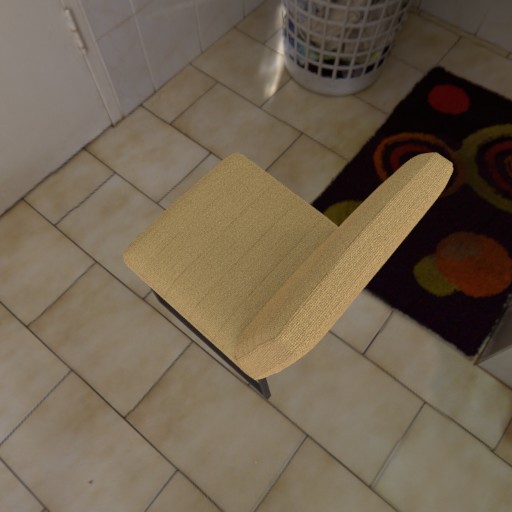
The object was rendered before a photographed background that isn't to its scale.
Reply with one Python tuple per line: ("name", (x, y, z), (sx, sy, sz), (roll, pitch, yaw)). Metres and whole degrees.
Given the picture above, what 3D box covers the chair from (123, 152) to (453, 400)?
("chair", (0.000, 0.000, 1.285), (0.634, 0.930, 0.520), (38, 71, 16))
